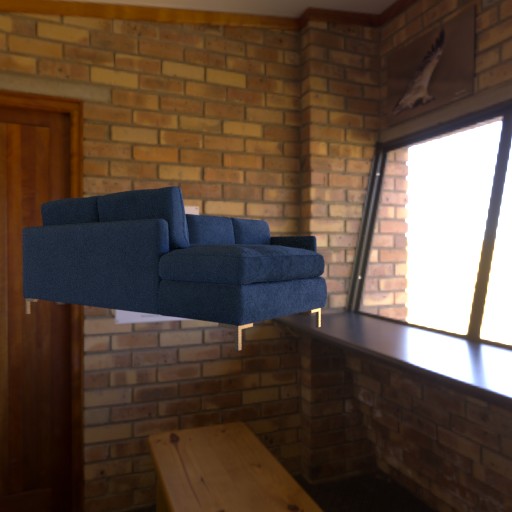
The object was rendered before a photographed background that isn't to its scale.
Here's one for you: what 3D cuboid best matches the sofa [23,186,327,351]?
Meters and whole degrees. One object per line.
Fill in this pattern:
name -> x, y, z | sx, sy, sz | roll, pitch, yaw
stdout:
sofa -> 0.000, 0.000, 3.709 | 2.007, 0.815, 2.949 | 1, 1, 36
